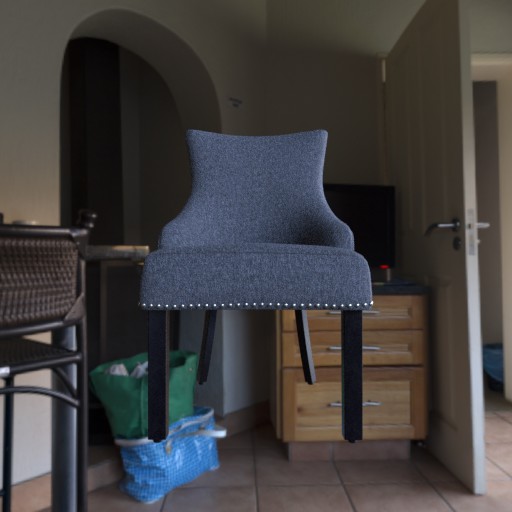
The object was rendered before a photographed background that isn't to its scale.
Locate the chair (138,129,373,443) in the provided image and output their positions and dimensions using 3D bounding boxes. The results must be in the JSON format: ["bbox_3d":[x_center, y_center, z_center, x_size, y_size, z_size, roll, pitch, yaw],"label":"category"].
[{"bbox_3d":[0.000,0.000,1.338,0.566,0.909,0.629,0,-1,0],"label":"chair"}]
